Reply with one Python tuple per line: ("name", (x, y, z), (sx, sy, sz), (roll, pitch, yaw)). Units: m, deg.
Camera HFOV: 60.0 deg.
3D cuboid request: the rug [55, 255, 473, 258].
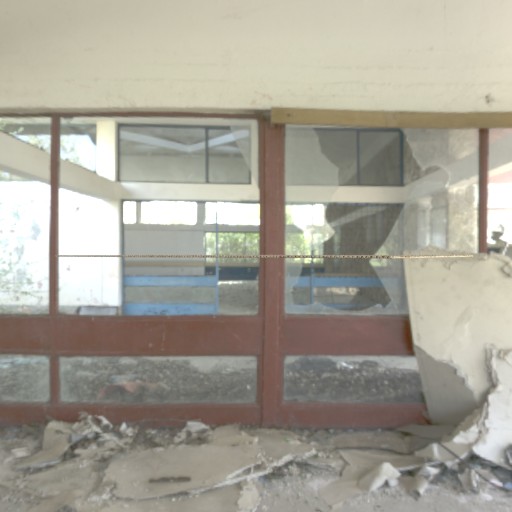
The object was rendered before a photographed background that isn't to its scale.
("rug", (0.000, 0.000, 3.041), (2.439, 0.011, 1.533), (0, 0, 37))
